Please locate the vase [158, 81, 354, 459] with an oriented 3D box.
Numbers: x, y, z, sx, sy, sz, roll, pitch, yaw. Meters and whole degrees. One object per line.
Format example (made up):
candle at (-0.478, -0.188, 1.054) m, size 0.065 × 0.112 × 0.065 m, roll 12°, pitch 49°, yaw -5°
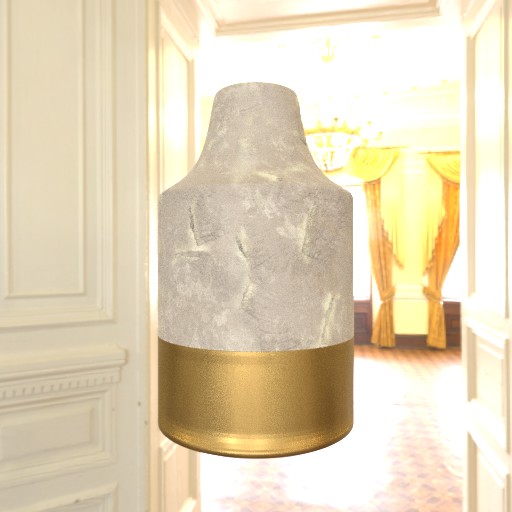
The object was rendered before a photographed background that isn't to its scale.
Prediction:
vase at (0.000, 0.000, 0.425) m, size 0.184 × 0.305 × 0.184 m, roll 0°, pitch 0°, yaw 0°
